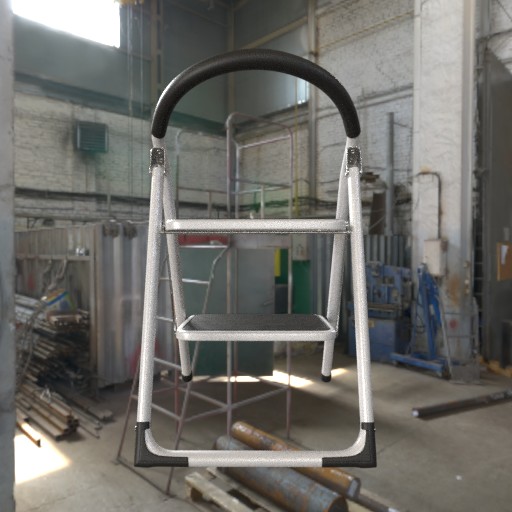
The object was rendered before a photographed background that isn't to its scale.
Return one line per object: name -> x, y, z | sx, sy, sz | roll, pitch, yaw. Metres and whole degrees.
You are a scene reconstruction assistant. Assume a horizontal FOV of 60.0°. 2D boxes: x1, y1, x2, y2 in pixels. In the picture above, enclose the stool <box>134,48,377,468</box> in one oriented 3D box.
stool -> 0.000, 0.000, 1.064 | 0.453, 0.760, 0.559 | 0, 1, 0
